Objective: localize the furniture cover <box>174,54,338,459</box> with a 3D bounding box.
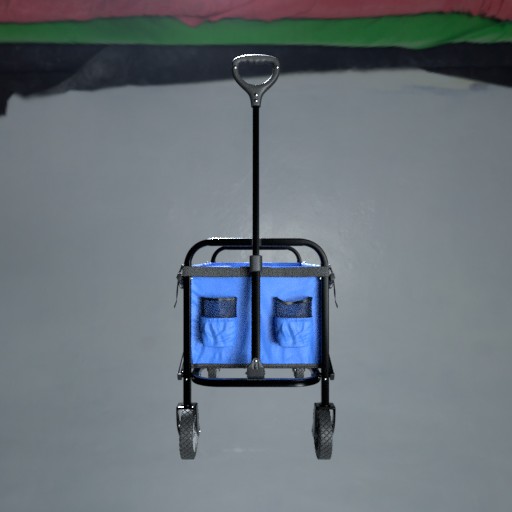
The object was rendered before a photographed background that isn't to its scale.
[{"bbox_3d":[0.000,0.000,1.799,0.532,1.295,1.038,0,0,0],"label":"furniture cover"}]
